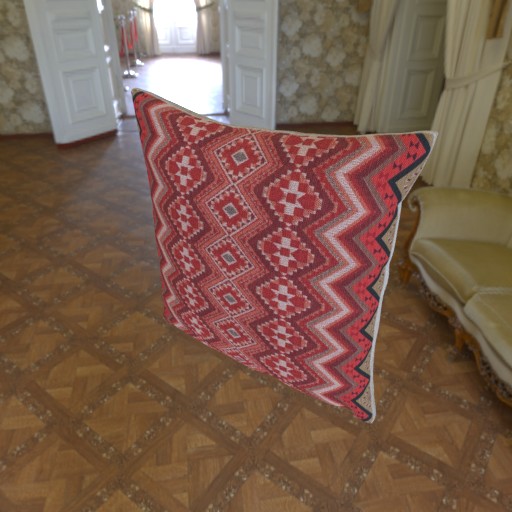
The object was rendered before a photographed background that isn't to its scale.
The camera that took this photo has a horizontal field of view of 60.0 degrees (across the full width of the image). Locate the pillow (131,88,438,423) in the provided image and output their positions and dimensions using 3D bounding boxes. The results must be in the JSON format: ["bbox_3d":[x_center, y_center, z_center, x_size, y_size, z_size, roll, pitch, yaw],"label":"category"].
[{"bbox_3d":[0.000,0.000,0.768,0.513,0.511,0.158,20,36,29],"label":"pillow"}]
